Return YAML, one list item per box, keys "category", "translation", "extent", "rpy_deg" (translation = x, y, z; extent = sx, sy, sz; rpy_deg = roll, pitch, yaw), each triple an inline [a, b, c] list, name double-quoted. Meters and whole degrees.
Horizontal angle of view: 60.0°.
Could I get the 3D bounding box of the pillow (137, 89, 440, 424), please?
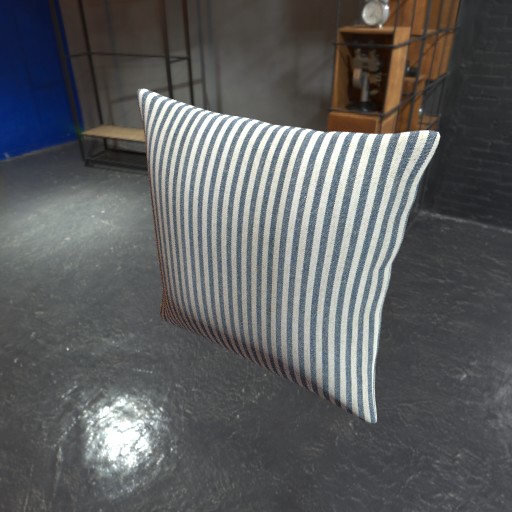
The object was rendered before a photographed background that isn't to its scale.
- category: "pillow"
  translation: [0.000, 0.000, 0.779]
  extent: [0.523, 0.510, 0.166]
  rpy_deg: [19, 36, 29]
